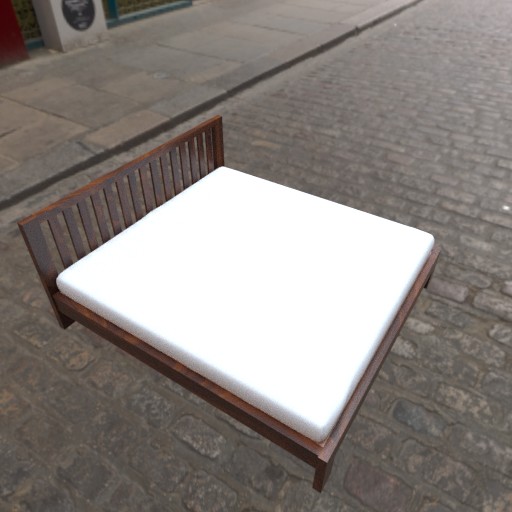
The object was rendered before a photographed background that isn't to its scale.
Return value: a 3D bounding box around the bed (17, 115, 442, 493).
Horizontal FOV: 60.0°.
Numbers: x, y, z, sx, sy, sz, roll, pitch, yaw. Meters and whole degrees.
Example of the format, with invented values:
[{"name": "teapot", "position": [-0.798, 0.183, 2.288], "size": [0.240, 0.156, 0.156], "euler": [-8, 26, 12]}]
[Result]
[{"name": "bed", "position": [0.000, 0.000, 3.008], "size": [2.030, 0.890, 1.905], "euler": [23, 44, 25]}]
